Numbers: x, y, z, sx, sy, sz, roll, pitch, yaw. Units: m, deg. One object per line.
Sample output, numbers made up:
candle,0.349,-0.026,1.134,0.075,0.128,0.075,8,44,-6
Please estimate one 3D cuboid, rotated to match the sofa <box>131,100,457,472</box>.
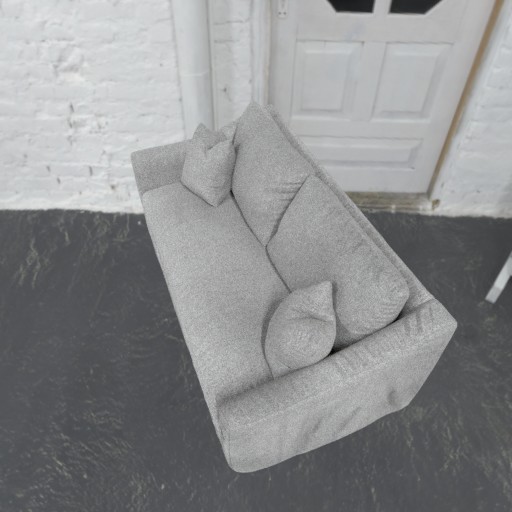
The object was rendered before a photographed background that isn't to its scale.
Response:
sofa,0.000,0.000,2.607,1.072,1.018,2.010,-16,49,-15
